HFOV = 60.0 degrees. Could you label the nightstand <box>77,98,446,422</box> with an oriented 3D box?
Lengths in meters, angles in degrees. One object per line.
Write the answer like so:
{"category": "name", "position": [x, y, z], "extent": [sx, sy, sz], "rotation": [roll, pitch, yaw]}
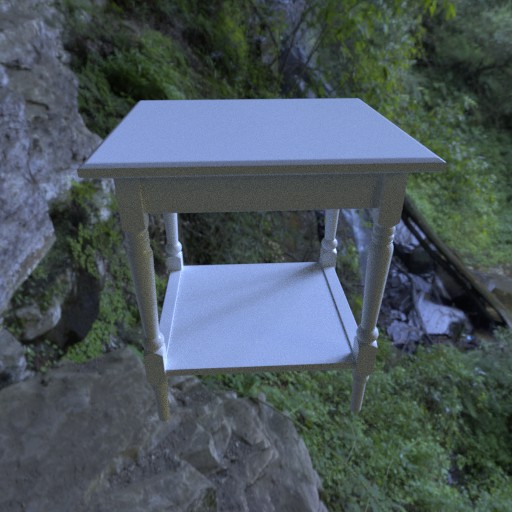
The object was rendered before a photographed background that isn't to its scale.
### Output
{"category": "nightstand", "position": [0.000, 0.000, 0.937], "extent": [0.505, 0.555, 0.459], "rotation": [-2, 30, -3]}
